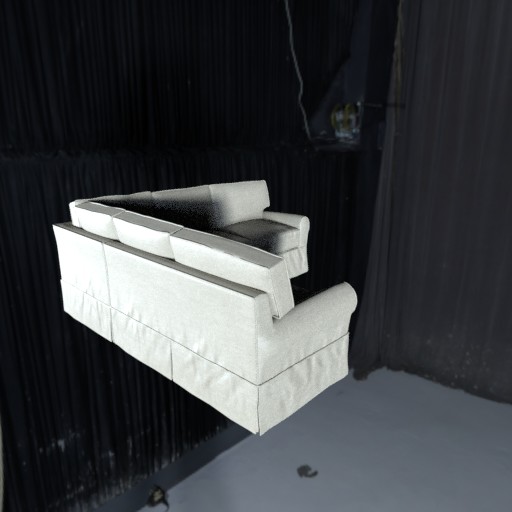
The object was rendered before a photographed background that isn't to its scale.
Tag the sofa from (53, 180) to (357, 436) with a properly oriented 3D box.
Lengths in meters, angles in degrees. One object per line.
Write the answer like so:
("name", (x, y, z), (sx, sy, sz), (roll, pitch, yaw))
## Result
("sofa", (0.000, 0.000, 4.118), (2.618, 1.081, 2.623), (15, 22, 42))
